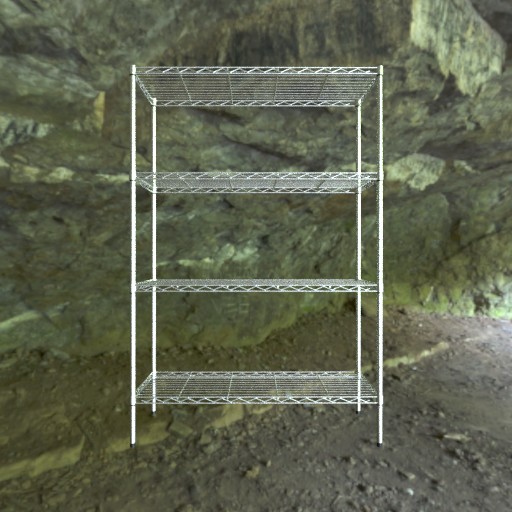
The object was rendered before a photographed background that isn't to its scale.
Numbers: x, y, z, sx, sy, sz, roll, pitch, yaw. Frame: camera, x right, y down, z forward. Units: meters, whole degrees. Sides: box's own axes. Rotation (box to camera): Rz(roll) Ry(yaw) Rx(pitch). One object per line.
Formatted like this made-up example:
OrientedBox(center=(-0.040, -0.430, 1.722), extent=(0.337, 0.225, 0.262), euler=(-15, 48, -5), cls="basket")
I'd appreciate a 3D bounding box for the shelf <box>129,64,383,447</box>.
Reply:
OrientedBox(center=(0.000, 0.000, 1.748), extent=(0.907, 1.360, 0.352), euler=(0, 0, 0), cls="shelf")
